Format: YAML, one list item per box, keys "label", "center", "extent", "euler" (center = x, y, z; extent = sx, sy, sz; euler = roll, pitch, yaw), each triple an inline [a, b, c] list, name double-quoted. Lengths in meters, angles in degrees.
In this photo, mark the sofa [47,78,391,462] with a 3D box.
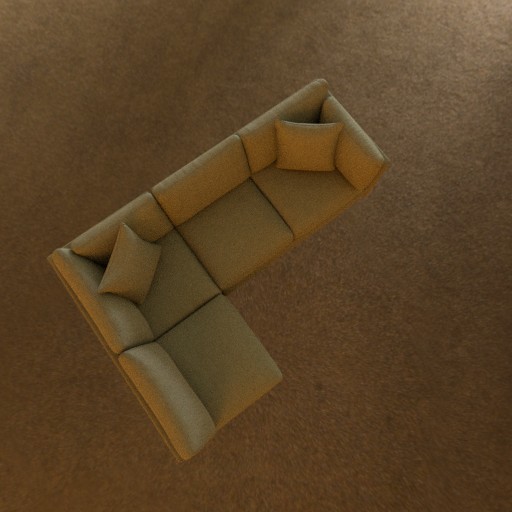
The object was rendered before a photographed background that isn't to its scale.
- label: "sofa"
  center: [0.000, 0.000, 3.899]
  extent: [2.896, 0.978, 1.994]
  euler: [-36, 79, -8]
